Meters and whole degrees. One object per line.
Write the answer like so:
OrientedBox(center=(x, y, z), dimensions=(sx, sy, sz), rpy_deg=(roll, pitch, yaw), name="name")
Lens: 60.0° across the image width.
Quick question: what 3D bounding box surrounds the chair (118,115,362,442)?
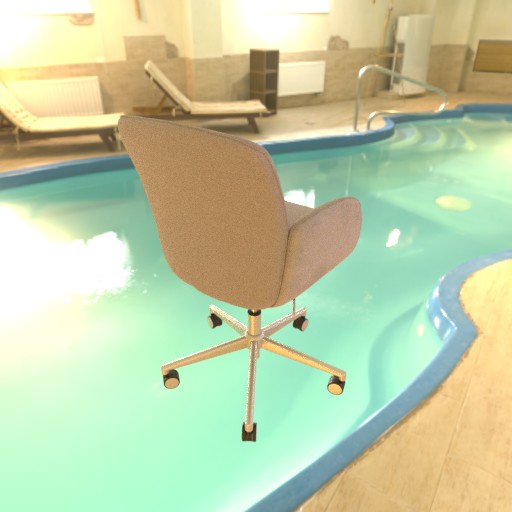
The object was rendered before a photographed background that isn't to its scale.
OrientedBox(center=(0.000, 0.000, 1.431), dimensions=(0.648, 0.959, 0.654), rpy_deg=(21, 36, 33), name="chair")
